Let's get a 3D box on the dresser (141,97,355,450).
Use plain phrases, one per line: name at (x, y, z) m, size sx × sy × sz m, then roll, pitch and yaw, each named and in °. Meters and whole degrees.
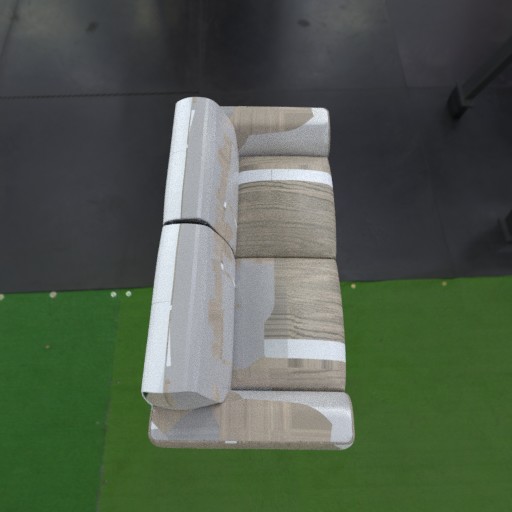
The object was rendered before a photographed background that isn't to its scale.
dresser at (0.000, 0.000, 5.864) m, size 2.251 × 1.863 × 4.679 m, roll 1°, pitch 64°, yaw 0°
